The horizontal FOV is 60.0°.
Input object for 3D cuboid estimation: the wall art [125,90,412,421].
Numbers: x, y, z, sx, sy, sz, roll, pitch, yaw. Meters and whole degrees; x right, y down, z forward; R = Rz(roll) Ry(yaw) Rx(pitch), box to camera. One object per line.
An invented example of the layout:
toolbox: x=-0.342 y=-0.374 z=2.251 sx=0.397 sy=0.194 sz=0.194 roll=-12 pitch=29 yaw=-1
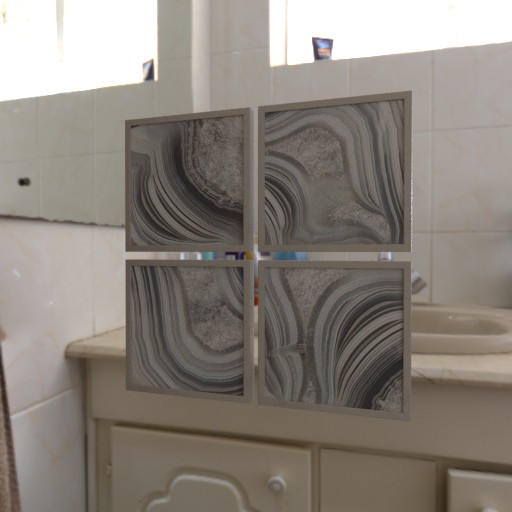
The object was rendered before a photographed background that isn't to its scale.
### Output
wall art: x=0.000 y=0.000 z=0.923 sx=0.611 sy=0.611 sz=0.029 roll=0 pitch=1 yaw=18
